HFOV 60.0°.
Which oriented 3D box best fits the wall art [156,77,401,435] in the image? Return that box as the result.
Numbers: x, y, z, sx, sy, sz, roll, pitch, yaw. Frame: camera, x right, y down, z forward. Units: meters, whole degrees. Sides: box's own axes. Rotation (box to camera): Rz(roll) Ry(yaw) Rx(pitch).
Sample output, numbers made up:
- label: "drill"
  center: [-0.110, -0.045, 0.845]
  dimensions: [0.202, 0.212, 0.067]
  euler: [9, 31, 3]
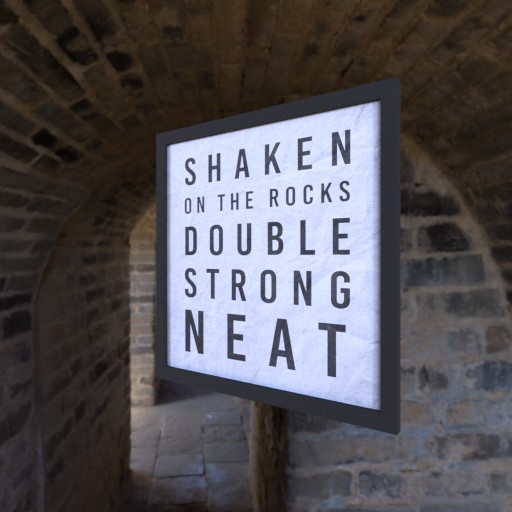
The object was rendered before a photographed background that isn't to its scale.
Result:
- label: "wall art"
  center: [0.000, 0.000, 0.706]
  dimensions: [0.456, 0.458, 0.013]
  euler: [0, 0, 36]
